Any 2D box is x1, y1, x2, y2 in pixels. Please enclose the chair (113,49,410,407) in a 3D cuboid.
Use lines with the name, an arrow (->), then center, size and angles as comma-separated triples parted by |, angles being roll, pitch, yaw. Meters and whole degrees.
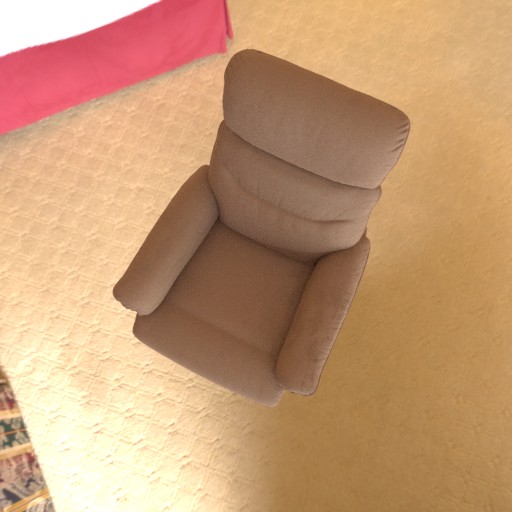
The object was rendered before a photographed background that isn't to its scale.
chair -> 0.000, 0.000, 1.727 | 0.820, 1.037, 1.004 | 25, 76, 7
